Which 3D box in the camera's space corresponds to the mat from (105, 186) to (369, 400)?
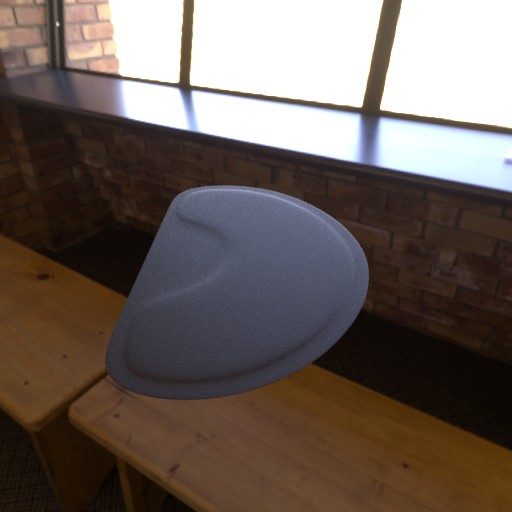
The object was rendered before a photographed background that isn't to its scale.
[{"bbox_3d":[0.000,0.000,1.855,0.913,0.013,1.524,1,31,1],"label":"mat"}]
